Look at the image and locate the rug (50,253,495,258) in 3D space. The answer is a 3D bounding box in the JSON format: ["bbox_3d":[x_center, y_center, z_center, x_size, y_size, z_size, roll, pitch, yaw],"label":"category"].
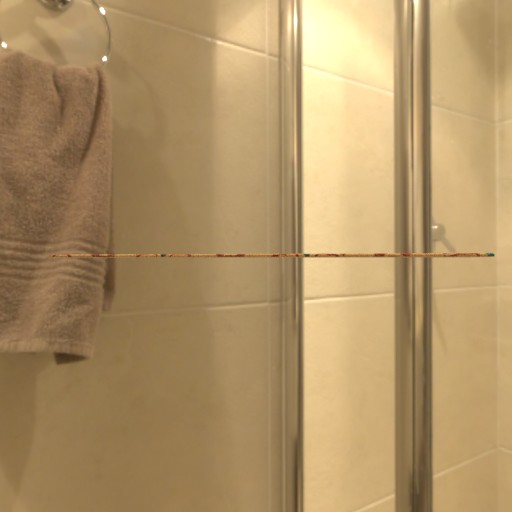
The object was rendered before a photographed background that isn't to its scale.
[{"bbox_3d":[0.000,0.000,2.471,2.273,0.016,0.693,0,0,19],"label":"rug"}]
